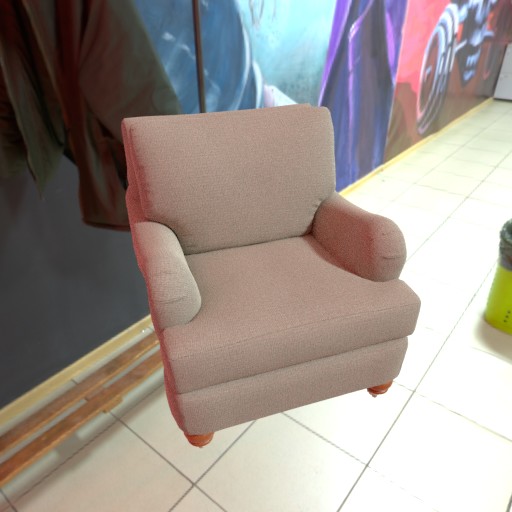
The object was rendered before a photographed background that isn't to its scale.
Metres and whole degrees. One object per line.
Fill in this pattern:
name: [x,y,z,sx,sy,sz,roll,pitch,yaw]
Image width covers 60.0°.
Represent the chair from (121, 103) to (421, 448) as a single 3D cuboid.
chair: [0.000,0.000,1.842,0.955,1.038,1.070,-10,33,-16]
